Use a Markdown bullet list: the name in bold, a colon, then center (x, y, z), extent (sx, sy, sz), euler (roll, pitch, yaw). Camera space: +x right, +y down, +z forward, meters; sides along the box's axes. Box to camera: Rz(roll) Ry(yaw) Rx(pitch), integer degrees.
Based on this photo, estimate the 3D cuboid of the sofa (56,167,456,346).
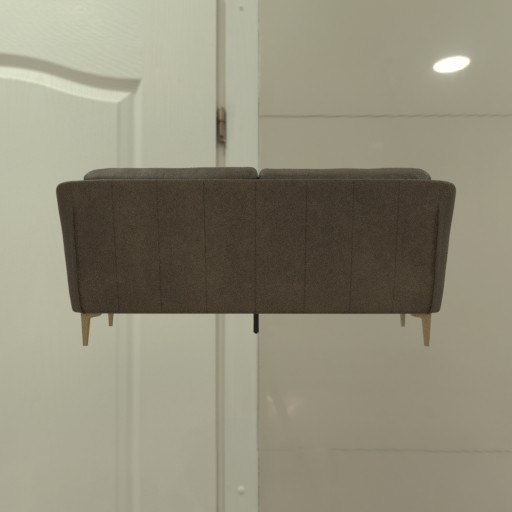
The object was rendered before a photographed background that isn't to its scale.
- **sofa**: center (0.000, 0.000, 2.497), extent (2.036, 0.902, 0.960), euler (0, -1, 0)
